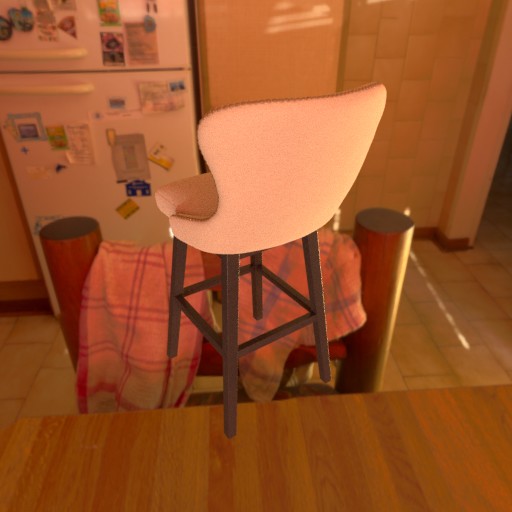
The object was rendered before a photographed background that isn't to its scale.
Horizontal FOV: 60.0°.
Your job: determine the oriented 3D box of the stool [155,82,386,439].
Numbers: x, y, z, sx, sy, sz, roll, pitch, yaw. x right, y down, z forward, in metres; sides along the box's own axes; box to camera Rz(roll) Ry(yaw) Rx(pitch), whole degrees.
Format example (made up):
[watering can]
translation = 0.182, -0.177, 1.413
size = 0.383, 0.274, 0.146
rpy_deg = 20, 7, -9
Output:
[stool]
translation = 0.000, 0.000, 1.388
size = 0.528, 1.066, 0.605
rpy_deg = -20, 36, -29
